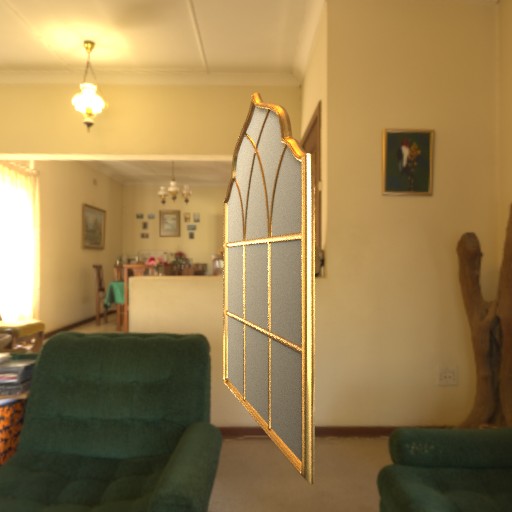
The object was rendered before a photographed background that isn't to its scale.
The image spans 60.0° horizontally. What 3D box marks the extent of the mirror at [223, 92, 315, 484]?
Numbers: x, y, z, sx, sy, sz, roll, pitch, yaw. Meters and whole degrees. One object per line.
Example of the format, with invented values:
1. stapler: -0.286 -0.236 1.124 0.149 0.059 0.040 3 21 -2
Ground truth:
1. mirror: 0.000 0.000 0.860 0.018 0.635 0.513 0 0 -17
